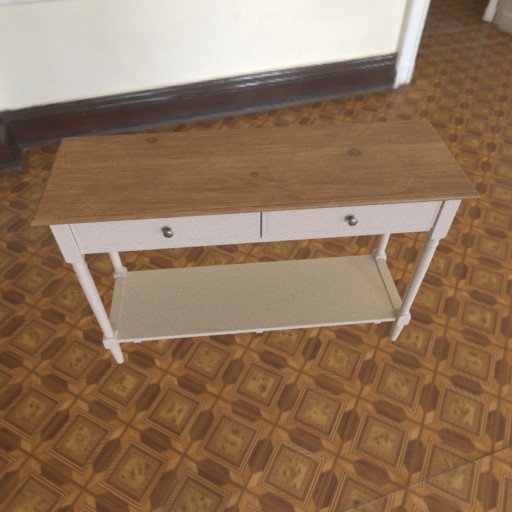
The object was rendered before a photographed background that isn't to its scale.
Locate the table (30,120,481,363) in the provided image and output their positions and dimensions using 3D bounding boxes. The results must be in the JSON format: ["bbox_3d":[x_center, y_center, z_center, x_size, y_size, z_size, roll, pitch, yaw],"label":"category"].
[{"bbox_3d":[0.000,0.000,1.610,1.219,0.800,0.399,-4,47,-4],"label":"table"}]
